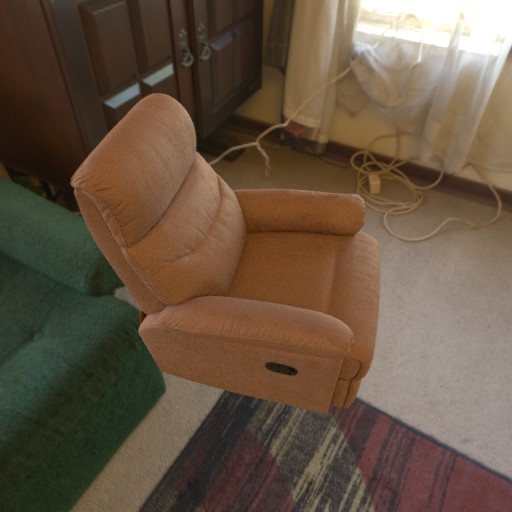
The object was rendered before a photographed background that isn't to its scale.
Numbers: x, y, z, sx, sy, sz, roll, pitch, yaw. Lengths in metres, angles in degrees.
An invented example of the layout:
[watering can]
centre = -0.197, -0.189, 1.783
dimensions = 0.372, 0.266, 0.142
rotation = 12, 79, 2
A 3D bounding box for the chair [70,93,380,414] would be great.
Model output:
[chair]
centre = 0.000, 0.000, 1.740
dimensions = 1.004, 1.037, 0.820
rotation = 9, 46, 9
